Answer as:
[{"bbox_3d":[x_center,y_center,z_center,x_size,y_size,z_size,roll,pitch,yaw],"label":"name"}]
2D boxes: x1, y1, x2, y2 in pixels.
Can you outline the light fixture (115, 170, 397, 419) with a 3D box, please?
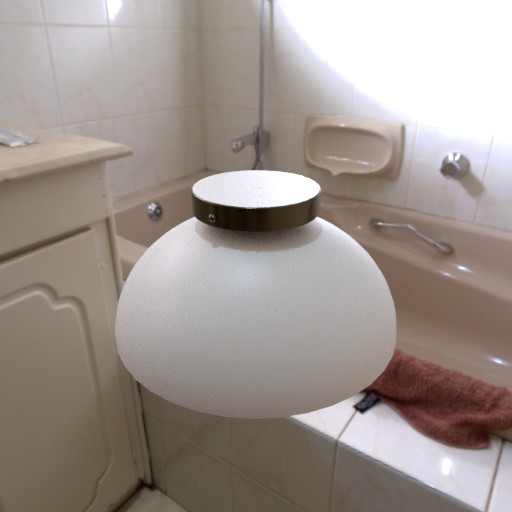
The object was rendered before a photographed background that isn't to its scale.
[{"bbox_3d":[0.000,0.000,0.546,0.355,0.177,0.355,0,25,0],"label":"light fixture"}]
